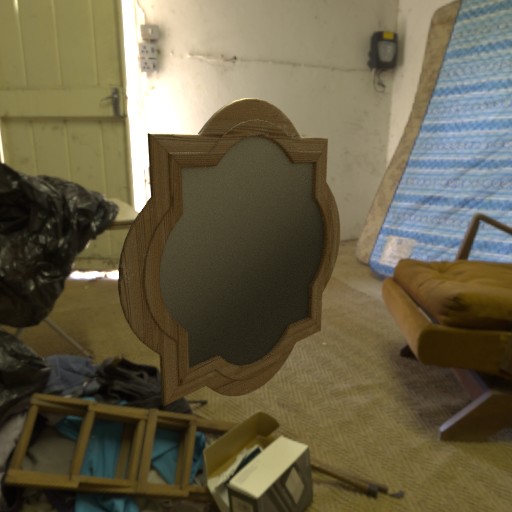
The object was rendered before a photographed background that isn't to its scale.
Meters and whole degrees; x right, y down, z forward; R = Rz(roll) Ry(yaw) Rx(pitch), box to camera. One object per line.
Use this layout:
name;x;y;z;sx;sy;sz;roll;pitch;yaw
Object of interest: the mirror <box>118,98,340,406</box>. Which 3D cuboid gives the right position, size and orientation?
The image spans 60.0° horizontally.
mirror;0.000;0.000;1.044;0.019;0.686;0.686;13;19;43
